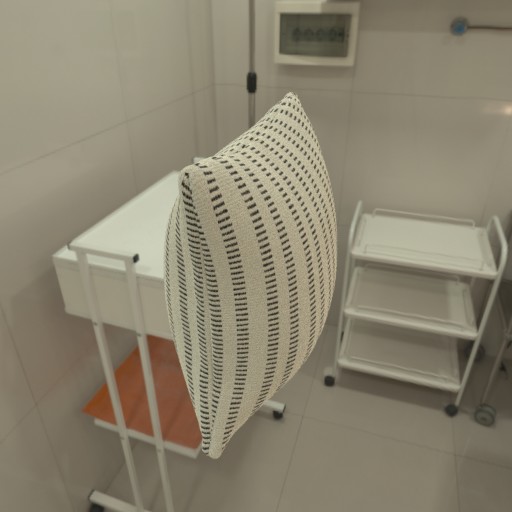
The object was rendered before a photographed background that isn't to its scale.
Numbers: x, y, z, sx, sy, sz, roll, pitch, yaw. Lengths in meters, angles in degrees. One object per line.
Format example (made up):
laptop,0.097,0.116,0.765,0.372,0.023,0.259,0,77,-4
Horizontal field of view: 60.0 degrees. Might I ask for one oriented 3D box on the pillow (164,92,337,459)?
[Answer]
pillow,0.000,0.000,0.691,0.247,0.419,0.438,9,31,15
